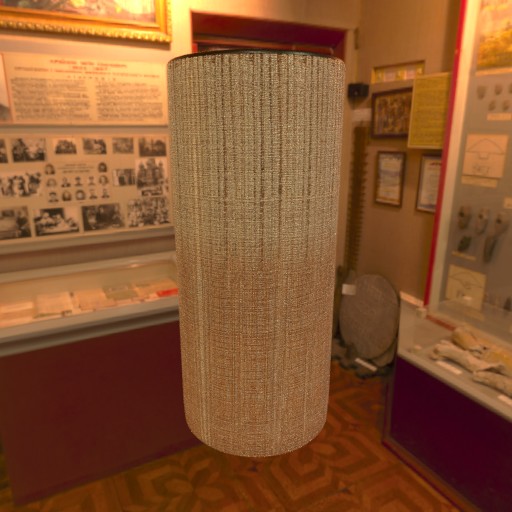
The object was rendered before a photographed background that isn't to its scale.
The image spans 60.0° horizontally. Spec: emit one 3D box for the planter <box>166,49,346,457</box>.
[{"bbox_3d":[0.000,0.000,0.282,0.100,0.227,0.100,-8,18,-25],"label":"planter"}]
